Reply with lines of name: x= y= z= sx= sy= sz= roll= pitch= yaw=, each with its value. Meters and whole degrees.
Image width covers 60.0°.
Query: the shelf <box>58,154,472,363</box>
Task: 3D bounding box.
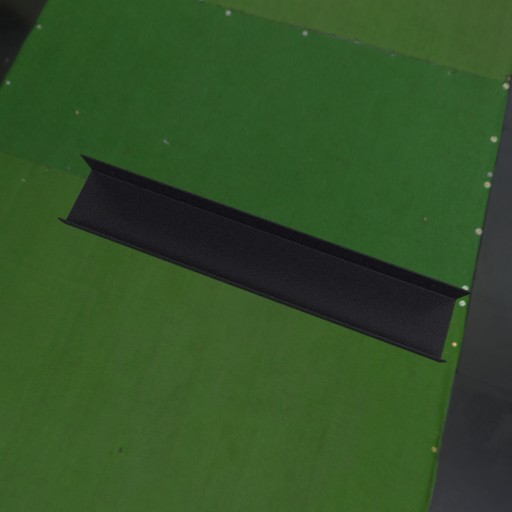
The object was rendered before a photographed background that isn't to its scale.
shelf: x=0.000 y=0.000 z=0.656 sx=0.605 sy=0.053 sz=0.102 roll=20 pitch=76 yaw=5
